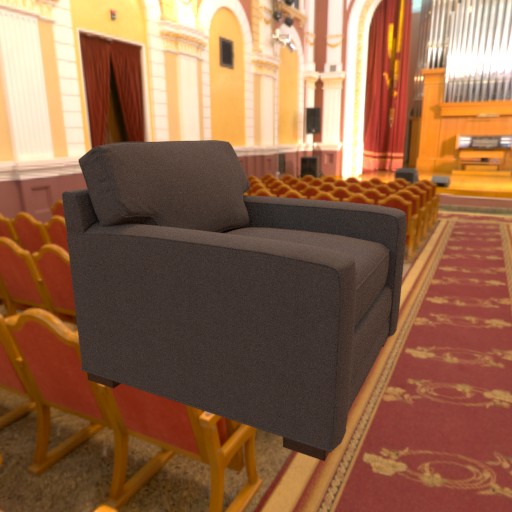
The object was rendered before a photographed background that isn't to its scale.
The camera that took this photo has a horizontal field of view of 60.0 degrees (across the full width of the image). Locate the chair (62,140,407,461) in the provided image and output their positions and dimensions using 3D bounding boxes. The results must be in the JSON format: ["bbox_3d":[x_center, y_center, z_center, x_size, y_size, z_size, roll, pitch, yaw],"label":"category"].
[{"bbox_3d":[0.000,0.000,1.823,1.043,0.913,0.997,8,17,26],"label":"chair"}]
